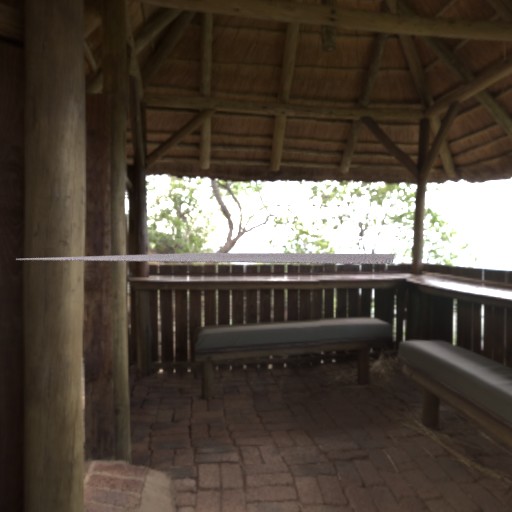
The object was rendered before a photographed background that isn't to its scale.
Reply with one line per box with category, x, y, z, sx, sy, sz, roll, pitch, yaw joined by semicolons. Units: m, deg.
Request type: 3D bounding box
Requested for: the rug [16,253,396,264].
rug;0.000;0.000;4.079;2.442;0.008;3.046;0;1;18
